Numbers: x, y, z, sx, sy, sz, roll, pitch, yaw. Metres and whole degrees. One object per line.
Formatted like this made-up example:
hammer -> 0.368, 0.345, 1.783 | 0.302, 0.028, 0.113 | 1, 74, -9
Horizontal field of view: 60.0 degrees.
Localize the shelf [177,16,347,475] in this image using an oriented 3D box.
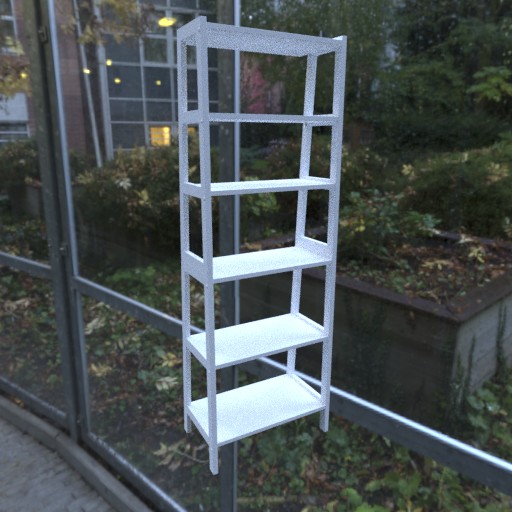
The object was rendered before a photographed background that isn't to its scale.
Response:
shelf -> 0.000, 0.000, 2.090 | 0.660, 1.892, 0.381 | -8, 17, -28
